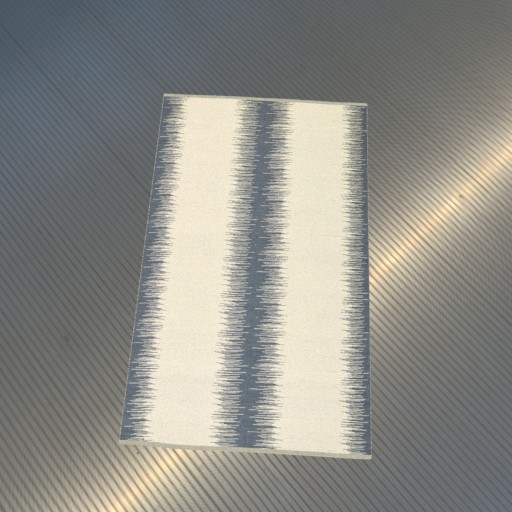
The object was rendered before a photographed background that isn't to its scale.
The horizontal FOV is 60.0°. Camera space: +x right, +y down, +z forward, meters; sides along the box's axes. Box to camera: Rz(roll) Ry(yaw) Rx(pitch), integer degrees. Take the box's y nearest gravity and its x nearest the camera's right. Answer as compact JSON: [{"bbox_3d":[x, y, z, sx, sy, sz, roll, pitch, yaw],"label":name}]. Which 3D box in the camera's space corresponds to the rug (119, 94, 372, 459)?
[{"bbox_3d":[0.000,0.000,2.982,1.519,0.003,2.453,3,75,1],"label":"rug"}]
